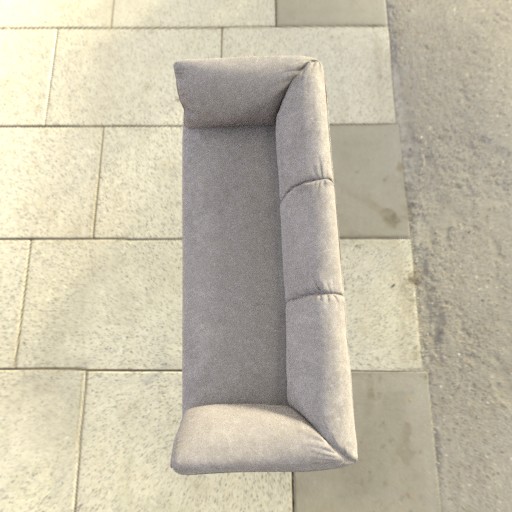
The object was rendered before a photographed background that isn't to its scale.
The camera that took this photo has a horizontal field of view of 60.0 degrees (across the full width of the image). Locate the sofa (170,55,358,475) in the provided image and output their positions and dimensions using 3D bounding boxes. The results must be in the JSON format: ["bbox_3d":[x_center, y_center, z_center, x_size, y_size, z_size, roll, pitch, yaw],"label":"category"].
[{"bbox_3d":[0.000,0.000,2.619,0.899,0.758,2.238,-2,75,-1],"label":"sofa"}]
